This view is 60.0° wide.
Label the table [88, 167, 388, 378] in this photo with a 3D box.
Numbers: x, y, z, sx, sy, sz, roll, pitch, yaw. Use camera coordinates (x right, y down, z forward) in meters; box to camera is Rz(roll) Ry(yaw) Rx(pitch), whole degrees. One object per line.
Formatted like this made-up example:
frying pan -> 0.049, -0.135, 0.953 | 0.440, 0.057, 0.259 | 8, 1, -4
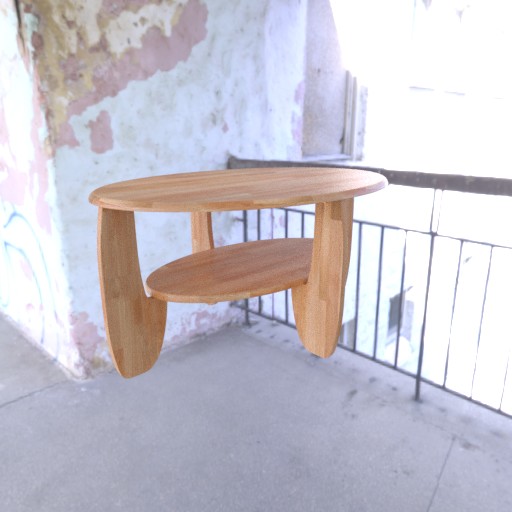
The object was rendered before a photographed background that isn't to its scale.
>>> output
table -> 0.000, 0.000, 1.437 | 1.040, 0.490, 0.690 | -15, 22, -41
